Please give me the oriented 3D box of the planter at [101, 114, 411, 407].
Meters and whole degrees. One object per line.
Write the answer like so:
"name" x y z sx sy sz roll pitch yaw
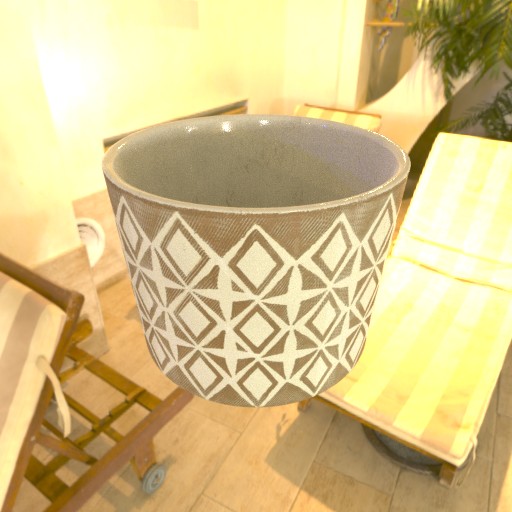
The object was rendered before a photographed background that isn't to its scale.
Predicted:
"planter" 0.000 0.000 0.445 0.260 0.220 0.260 0 31 0
